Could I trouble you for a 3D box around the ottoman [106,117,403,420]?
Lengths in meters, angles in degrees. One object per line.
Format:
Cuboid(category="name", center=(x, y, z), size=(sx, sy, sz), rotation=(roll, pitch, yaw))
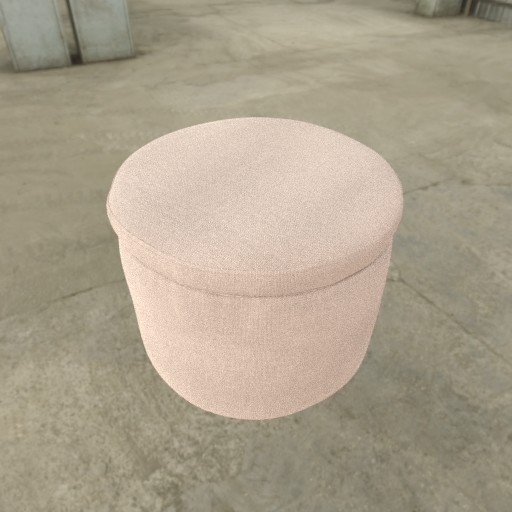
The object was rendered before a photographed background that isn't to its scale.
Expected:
Cuboid(category="ottoman", center=(0.000, 0.000, 0.870), size=(0.497, 0.409, 0.497), rotation=(0, 40, 0))
